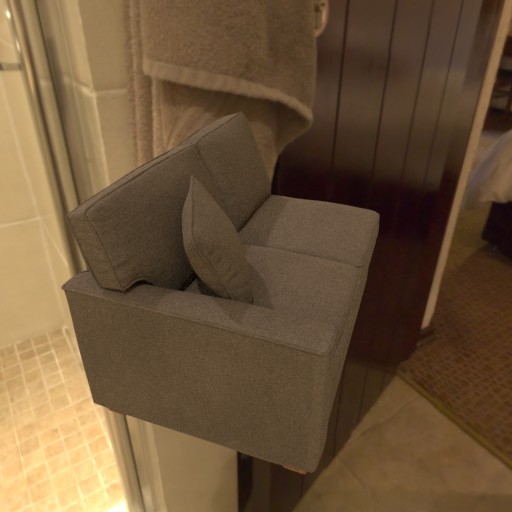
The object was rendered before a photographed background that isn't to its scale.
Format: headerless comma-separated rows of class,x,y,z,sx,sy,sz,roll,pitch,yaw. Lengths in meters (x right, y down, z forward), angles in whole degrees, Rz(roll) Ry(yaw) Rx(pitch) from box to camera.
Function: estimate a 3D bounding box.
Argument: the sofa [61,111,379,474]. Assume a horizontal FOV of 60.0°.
sofa,0.000,0.000,2.051,0.991,0.989,1.388,10,32,17
